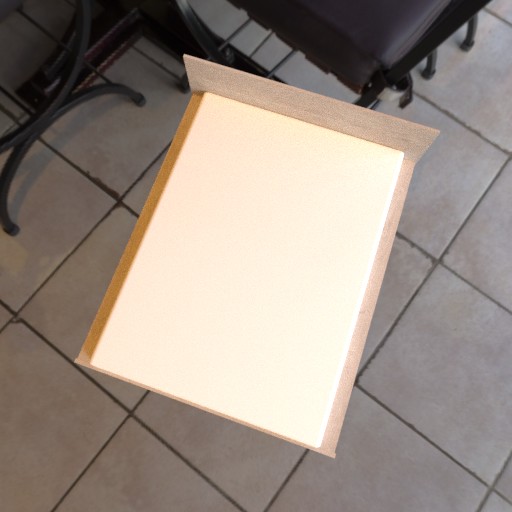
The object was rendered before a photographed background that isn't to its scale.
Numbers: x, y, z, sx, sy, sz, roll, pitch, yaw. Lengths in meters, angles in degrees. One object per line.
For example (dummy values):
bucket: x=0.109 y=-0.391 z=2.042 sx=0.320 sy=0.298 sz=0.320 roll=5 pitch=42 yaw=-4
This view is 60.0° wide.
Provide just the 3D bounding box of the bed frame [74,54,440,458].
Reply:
bed frame: x=0.000 y=0.000 z=2.834 sx=1.622 sy=0.800 sz=1.960 roll=19 pitch=76 yaw=5
